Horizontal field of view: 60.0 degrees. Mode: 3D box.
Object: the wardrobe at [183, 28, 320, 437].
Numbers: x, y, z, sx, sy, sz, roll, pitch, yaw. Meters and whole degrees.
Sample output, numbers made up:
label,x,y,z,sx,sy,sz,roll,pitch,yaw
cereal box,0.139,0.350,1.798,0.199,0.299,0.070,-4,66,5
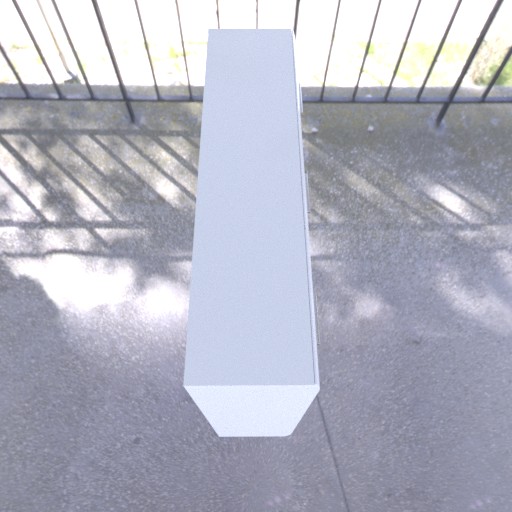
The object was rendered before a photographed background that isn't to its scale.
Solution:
label,x,y,z,sx,sy,sz,roll,pitch,yaw
wardrobe,0.000,0.000,1.918,0.360,1.200,1.340,0,62,0
